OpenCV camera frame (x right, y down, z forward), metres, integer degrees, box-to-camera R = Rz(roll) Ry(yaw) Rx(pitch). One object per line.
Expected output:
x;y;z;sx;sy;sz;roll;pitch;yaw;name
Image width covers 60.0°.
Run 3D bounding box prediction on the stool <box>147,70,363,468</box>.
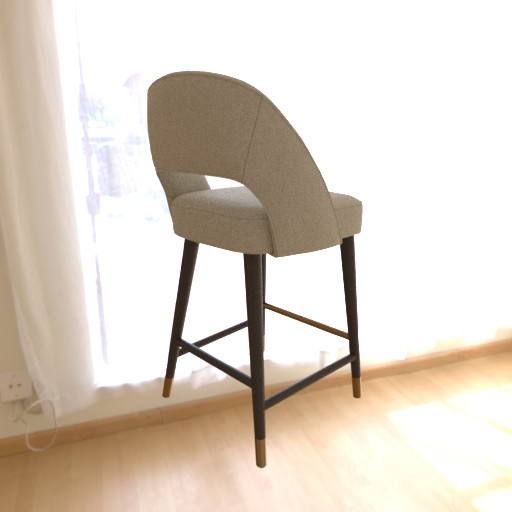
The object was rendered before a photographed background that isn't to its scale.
0.000;0.000;1.268;0.509;0.940;0.494;-15;21;-42;stool
